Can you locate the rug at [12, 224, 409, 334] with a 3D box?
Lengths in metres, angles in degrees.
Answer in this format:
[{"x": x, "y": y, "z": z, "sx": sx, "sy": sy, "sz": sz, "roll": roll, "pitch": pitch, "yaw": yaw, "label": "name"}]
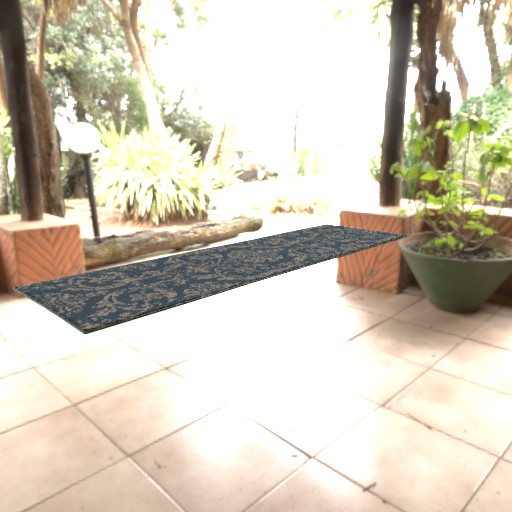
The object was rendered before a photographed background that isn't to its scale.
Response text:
[{"x": 0.000, "y": 0.000, "z": 2.361, "sx": 0.662, "sy": 0.011, "sz": 2.196, "roll": 13, "pitch": 19, "yaw": 43, "label": "rug"}]
